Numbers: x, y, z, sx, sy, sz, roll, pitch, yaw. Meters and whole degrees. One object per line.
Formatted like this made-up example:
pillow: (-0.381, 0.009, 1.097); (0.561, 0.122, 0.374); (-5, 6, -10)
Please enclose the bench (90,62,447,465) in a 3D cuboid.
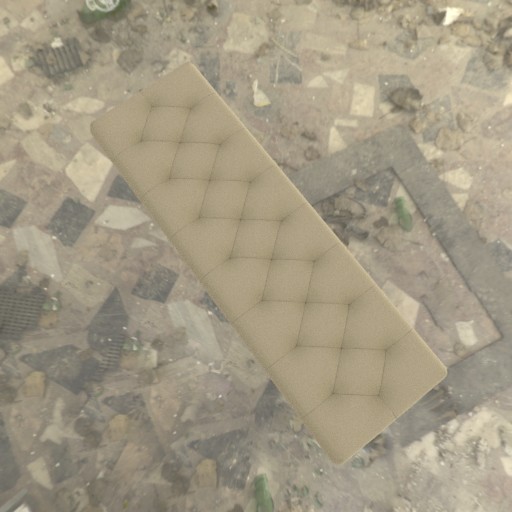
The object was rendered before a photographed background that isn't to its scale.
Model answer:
bench: (0.000, 0.000, 1.745); (0.479, 0.488, 1.488); (-36, 78, -9)
